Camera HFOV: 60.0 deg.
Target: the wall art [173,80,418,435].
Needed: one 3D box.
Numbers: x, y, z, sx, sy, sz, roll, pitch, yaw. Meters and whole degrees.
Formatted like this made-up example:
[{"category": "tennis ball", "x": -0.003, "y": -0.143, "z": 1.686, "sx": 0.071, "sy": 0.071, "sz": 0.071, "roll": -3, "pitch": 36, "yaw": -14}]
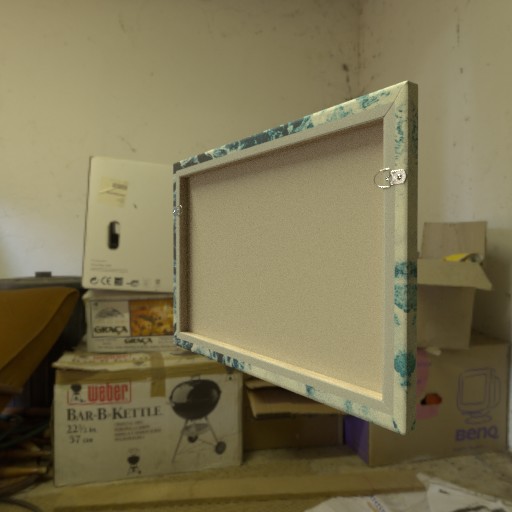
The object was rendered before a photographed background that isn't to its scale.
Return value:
[{"category": "wall art", "x": 0.000, "y": 0.000, "z": 1.890, "sx": 0.055, "sy": 1.017, "sz": 1.524, "roll": -1, "pitch": 1, "yaw": -36}]
